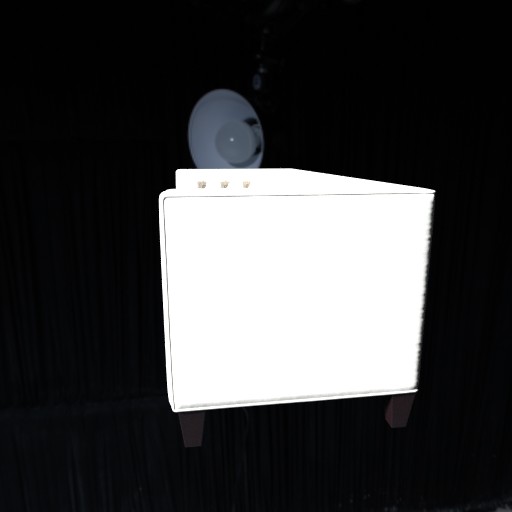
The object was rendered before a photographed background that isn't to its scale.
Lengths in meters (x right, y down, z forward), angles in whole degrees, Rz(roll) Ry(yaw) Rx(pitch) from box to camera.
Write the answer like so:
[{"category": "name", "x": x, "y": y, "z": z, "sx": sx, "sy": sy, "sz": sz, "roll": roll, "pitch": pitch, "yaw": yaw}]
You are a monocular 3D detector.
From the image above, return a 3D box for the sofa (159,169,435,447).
[{"category": "sofa", "x": 0.000, "y": 0.000, "z": 2.126, "sx": 0.775, "sy": 0.762, "sz": 1.778, "roll": -2, "pitch": 13, "yaw": -8}]
